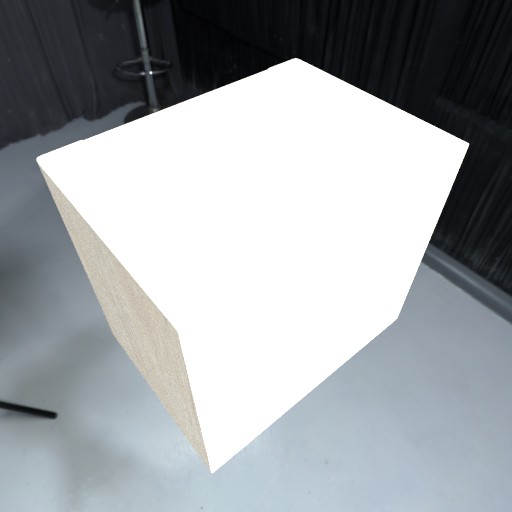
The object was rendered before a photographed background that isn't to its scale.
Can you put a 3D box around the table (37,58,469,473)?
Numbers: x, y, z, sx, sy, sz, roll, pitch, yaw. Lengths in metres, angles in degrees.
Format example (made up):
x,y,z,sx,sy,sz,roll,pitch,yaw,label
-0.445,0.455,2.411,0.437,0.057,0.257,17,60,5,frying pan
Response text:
x,y,z,sx,sy,sz,roll,pitch,yaw,label
0.000,0.000,0.908,0.570,0.510,0.420,-31,55,-25,table
